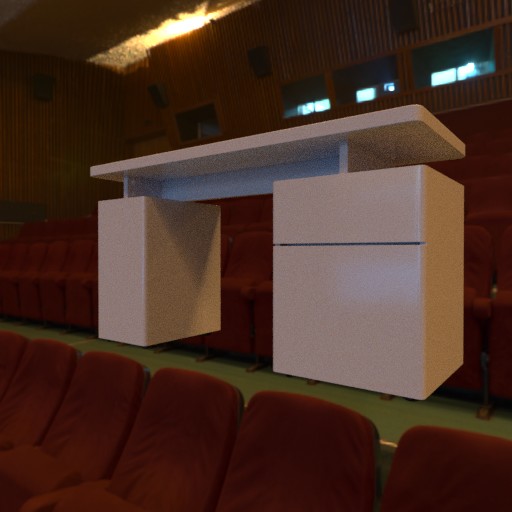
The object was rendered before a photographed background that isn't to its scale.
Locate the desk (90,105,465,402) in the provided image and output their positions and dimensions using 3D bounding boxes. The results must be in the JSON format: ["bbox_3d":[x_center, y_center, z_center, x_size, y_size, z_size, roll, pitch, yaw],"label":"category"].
[{"bbox_3d":[0.000,0.000,1.725,1.400,0.762,0.550,0,1,36],"label":"desk"}]
